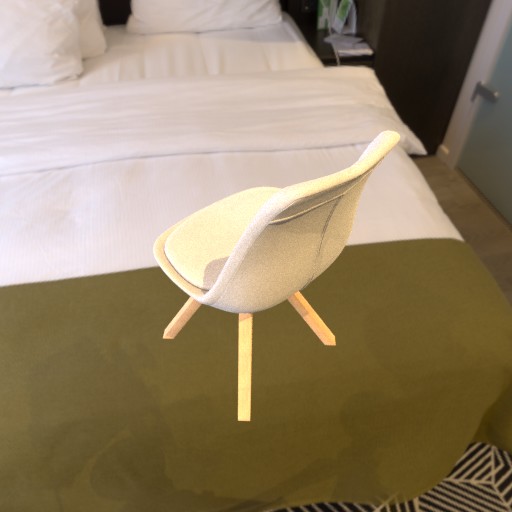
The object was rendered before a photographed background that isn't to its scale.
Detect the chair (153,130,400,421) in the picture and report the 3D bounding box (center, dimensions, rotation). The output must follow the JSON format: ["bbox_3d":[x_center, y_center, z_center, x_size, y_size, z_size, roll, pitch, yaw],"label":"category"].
[{"bbox_3d":[0.000,0.000,1.204,0.474,0.863,0.549,-33,54,-28],"label":"chair"}]
